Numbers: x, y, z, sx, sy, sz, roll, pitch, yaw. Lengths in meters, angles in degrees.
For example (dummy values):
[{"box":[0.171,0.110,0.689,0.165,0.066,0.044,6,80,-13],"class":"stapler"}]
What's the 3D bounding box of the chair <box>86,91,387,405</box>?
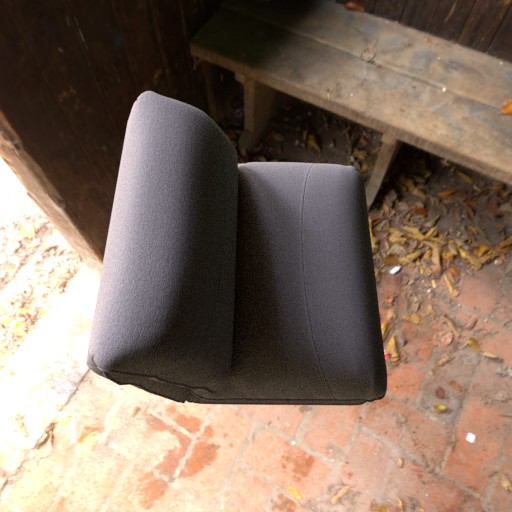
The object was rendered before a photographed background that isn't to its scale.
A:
[{"box":[0.000,0.000,1.345,0.780,0.580,0.820,0,64,0],"class":"chair"}]
